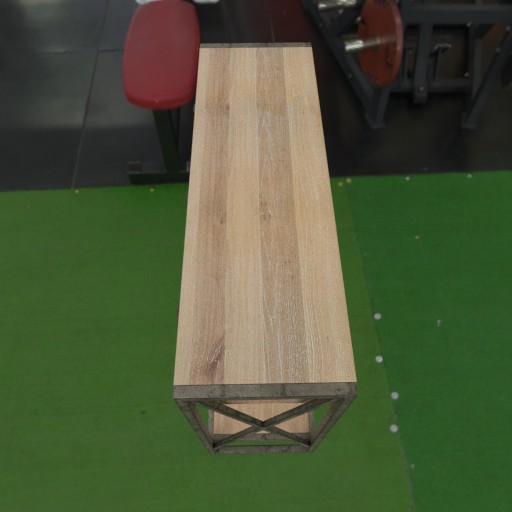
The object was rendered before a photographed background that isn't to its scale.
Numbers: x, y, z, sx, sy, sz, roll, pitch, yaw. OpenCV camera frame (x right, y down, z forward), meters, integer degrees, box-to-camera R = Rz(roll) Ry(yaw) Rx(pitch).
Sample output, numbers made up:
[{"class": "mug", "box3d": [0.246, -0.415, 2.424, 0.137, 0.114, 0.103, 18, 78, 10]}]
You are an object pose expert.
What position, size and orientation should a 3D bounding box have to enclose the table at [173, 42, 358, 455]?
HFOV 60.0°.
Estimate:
[{"class": "table", "box3d": [0.000, 0.000, 1.405, 0.361, 0.763, 1.059, -1, 59, -1]}]
